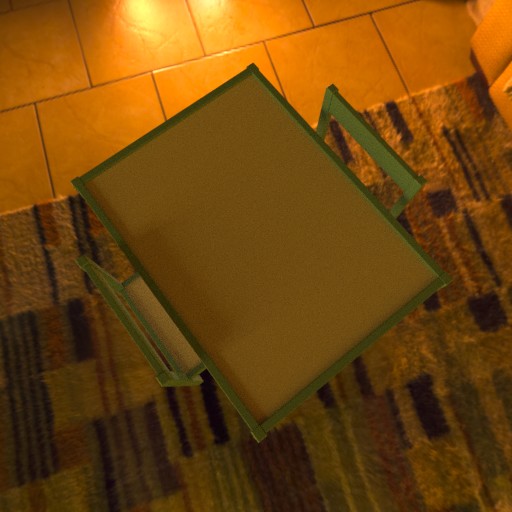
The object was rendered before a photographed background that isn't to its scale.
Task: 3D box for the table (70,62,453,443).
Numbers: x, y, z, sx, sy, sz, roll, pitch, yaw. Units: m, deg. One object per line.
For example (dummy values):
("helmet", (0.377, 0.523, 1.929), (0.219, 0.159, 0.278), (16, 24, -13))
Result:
("table", (0.000, 0.000, 1.085), (0.633, 0.503, 0.639), (-37, 77, -10))
